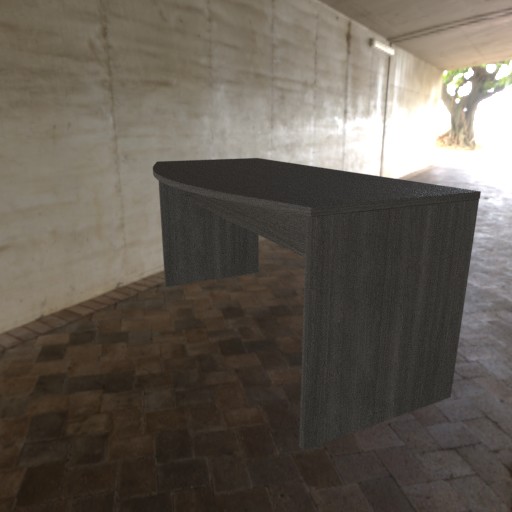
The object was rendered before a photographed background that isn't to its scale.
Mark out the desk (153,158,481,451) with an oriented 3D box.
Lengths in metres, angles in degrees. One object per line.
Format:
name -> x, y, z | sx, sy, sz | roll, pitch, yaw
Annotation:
desk -> 0.000, 0.000, 2.029 | 0.802, 0.750, 1.600 | -8, 18, -25
